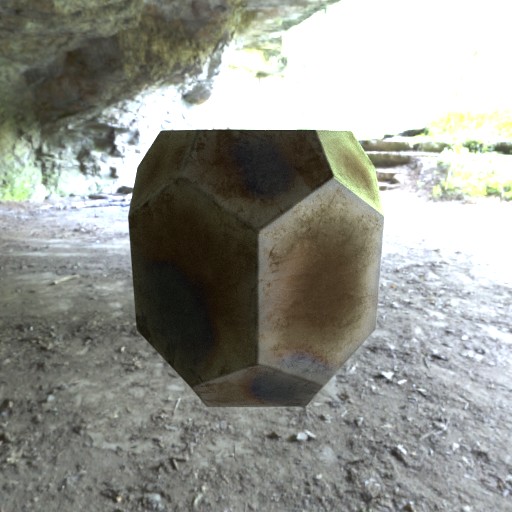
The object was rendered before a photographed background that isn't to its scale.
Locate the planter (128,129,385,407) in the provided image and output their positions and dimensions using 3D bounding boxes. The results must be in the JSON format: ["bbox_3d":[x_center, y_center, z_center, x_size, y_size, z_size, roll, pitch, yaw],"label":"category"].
[{"bbox_3d":[0.000,0.000,0.436,0.243,0.238,0.221,8,17,28],"label":"planter"}]
